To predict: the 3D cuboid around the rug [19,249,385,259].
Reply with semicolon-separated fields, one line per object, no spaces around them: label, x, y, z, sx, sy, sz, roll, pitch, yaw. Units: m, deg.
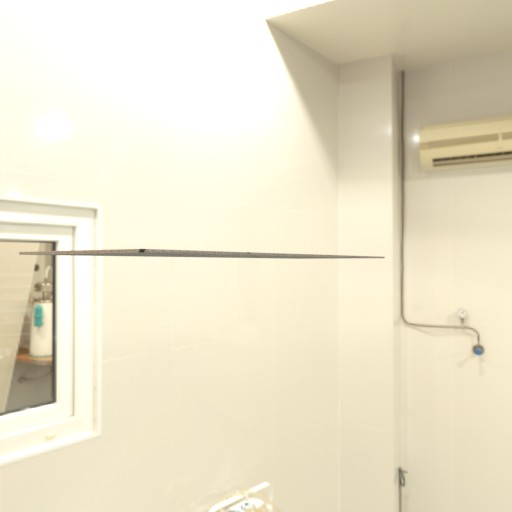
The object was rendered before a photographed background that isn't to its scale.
rug;0.000;0.000;2.661;0.762;0.012;2.438;-1;-1;34
